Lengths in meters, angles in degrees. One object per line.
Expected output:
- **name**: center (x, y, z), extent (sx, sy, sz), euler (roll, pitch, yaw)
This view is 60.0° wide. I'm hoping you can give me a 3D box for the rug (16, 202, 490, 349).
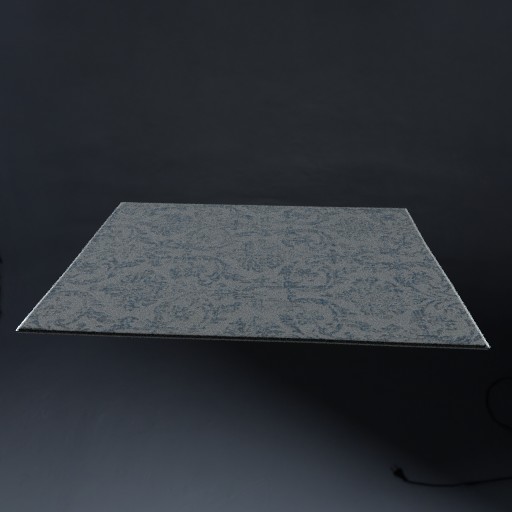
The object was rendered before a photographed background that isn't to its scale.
- **rug**: center (0.000, 0.000, 2.733), extent (2.197, 0.014, 1.586), euler (2, 29, 3)
